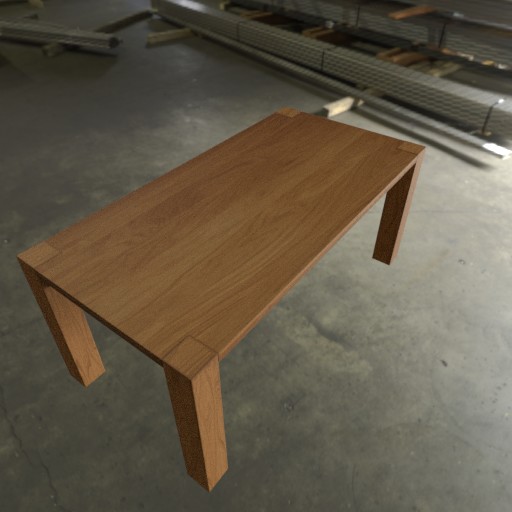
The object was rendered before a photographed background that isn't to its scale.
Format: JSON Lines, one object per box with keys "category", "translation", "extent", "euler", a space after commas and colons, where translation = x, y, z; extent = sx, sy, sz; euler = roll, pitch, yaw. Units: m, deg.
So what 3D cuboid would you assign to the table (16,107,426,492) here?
{"category": "table", "translation": [0.000, 0.000, 2.249], "extent": [0.900, 0.760, 1.800], "euler": [26, 47, 27]}
